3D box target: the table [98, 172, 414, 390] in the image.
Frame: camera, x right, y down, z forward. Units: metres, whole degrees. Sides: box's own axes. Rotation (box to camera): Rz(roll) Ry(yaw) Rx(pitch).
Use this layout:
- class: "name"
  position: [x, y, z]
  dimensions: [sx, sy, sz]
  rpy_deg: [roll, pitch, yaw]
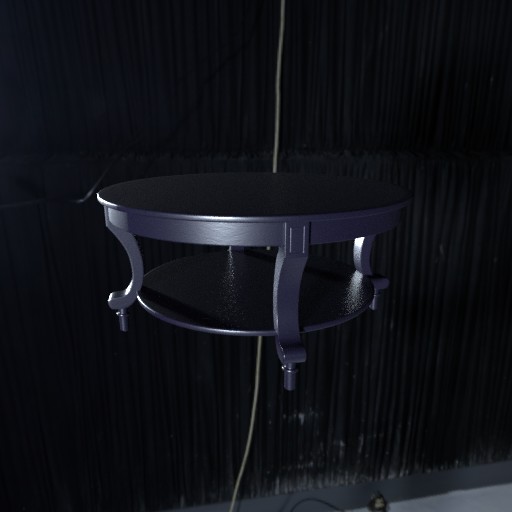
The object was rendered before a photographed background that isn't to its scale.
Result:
- class: "table"
  position: [0.000, 0.000, 1.586]
  dimensions: [1.029, 0.491, 1.029]
  rpy_deg: [0, 16, 0]
